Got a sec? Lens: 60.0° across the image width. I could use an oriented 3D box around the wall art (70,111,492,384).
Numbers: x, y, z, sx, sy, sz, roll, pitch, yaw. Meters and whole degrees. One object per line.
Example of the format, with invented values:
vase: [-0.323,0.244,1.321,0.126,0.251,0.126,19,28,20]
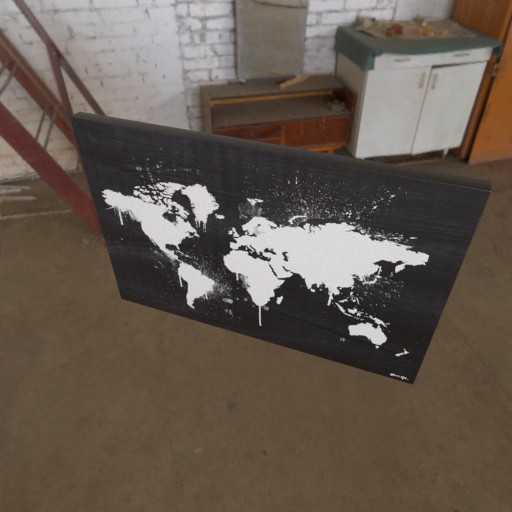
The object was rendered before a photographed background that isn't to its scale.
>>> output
wall art: [0.000,0.000,1.122,0.912,0.612,0.038,14,42,15]
